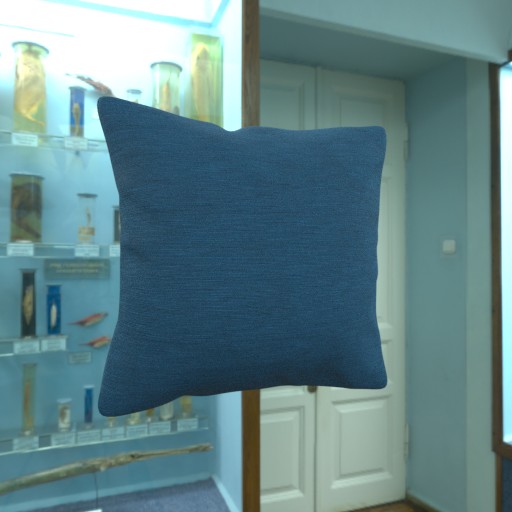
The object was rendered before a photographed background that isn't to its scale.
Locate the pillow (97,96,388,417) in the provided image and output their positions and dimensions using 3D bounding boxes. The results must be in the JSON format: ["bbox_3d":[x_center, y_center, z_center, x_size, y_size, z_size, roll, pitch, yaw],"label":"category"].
[{"bbox_3d":[0.000,0.000,0.643,0.437,0.420,0.177,0,-1,-18],"label":"pillow"}]
